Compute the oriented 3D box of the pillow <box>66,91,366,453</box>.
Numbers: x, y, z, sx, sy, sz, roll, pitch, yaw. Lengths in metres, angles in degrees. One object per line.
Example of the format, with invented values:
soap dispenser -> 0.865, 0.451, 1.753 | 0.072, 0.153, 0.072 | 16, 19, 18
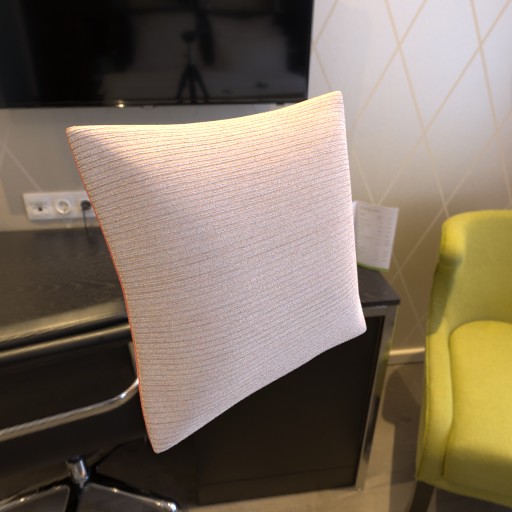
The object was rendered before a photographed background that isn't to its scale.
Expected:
pillow -> 0.000, 0.000, 0.637 | 0.424, 0.401, 0.177 | -21, 35, -33
